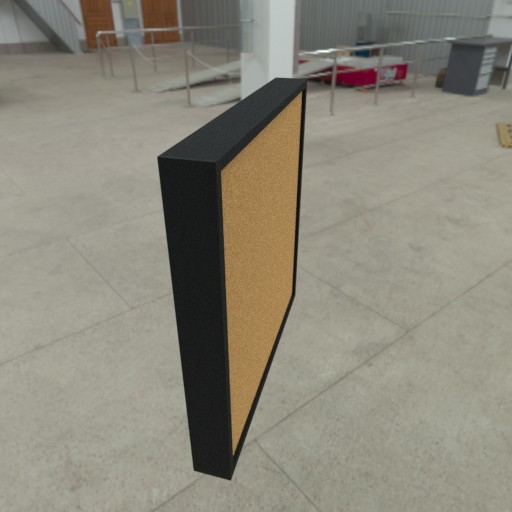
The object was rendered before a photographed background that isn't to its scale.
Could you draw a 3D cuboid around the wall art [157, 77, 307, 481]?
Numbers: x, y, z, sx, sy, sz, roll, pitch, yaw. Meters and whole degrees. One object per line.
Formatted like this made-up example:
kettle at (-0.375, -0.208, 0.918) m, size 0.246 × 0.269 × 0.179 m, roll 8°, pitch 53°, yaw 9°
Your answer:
wall art at (0.000, 0.000, 0.464) m, size 0.037 × 0.305 × 0.305 m, roll 8°, pitch 32°, yaw 13°
